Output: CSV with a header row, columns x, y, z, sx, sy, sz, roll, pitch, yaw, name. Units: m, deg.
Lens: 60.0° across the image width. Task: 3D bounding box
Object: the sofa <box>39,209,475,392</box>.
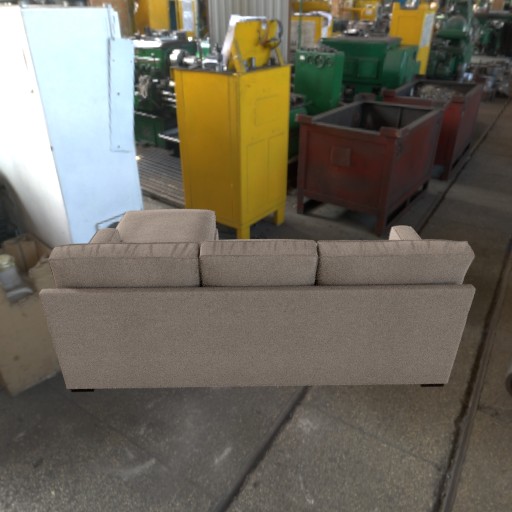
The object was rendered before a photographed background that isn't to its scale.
x,y,z,sx,sy,sz,roll,pitch,yaw,name
0.000,0.000,2.859,2.087,0.861,1.496,-1,30,-1,sofa
